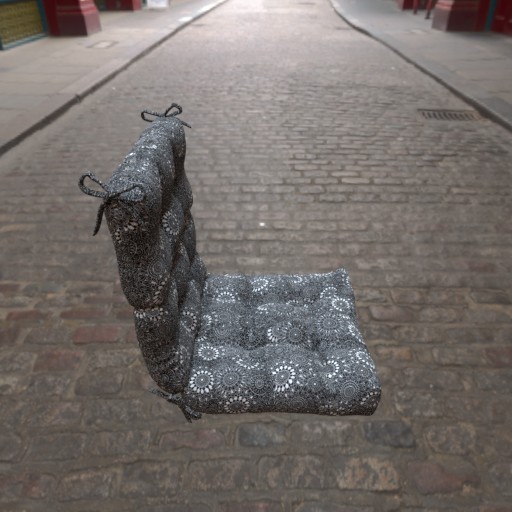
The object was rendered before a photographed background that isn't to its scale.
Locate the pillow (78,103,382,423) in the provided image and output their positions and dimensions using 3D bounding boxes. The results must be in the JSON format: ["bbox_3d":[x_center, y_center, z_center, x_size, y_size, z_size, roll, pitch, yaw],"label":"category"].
[{"bbox_3d":[0.000,0.000,1.050,0.571,0.605,0.519,0,33,0],"label":"pillow"}]
